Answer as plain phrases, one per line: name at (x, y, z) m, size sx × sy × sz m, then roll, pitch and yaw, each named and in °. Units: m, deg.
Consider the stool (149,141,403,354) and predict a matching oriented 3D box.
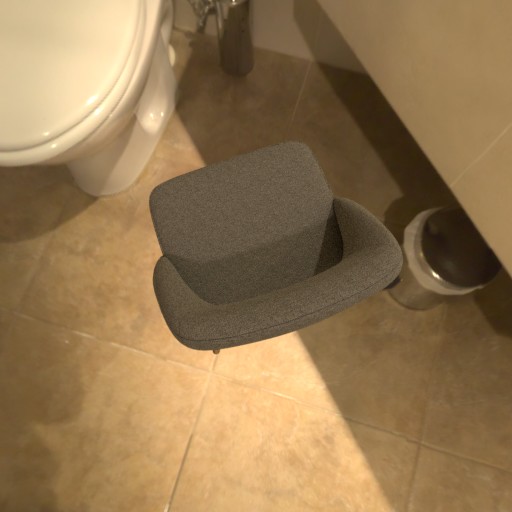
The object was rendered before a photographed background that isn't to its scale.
stool at (0.000, 0.000, 1.264) m, size 0.536 × 0.925 × 0.524 m, roll -19°, pitch 76°, yaw -5°
